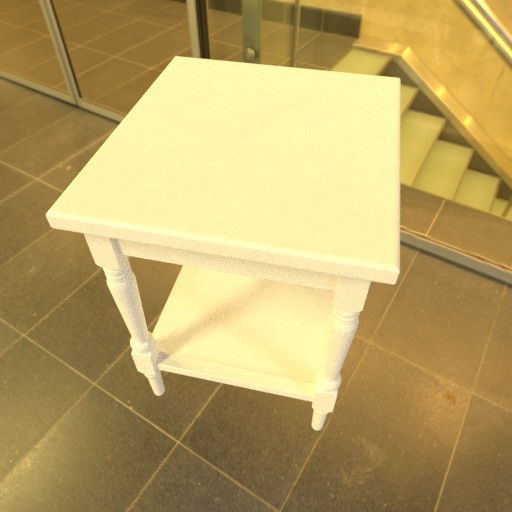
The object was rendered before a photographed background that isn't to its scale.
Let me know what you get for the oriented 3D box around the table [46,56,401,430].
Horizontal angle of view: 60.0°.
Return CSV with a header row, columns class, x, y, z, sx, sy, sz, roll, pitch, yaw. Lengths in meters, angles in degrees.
class,x,y,z,sx,sy,sz,roll,pitch,yaw
table,0.000,0.000,0.898,0.442,0.565,0.488,9,48,9
